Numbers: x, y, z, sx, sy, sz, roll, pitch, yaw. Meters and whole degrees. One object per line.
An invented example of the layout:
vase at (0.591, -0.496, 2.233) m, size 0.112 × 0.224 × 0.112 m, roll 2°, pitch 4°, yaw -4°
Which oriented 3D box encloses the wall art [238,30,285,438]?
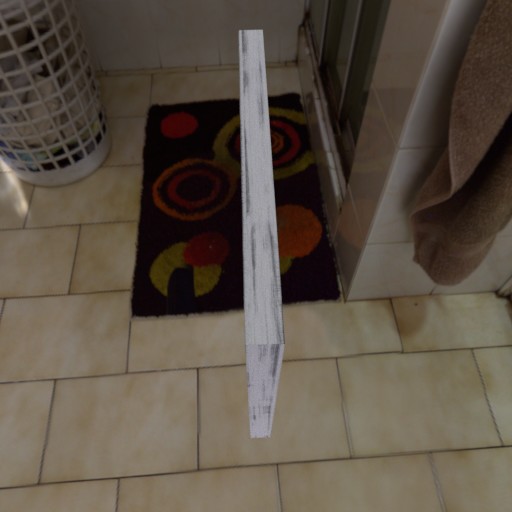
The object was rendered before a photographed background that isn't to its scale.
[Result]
wall art at (0.000, 0.000, 0.765) m, size 0.038 × 0.506 × 0.506 m, roll -2°, pitch 58°, yaw -1°
